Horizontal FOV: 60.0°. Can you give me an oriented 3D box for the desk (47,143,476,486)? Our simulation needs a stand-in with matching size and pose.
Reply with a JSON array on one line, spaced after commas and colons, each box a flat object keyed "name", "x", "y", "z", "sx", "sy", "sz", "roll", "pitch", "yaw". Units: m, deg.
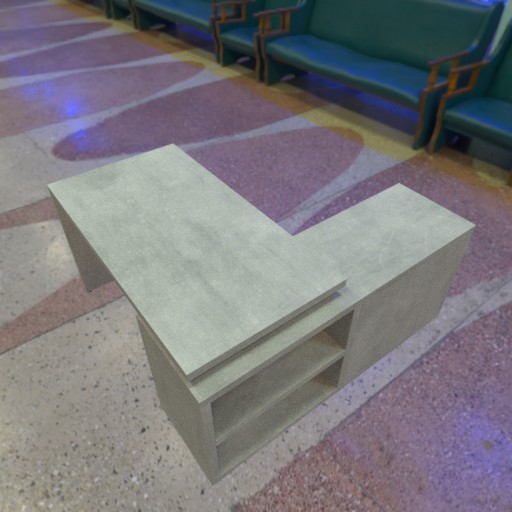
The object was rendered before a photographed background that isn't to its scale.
[{"name": "desk", "x": 0.000, "y": 0.000, "z": 2.326, "sx": 1.500, "sy": 0.740, "sz": 1.400, "roll": -27, "pitch": 48, "yaw": -27}]
